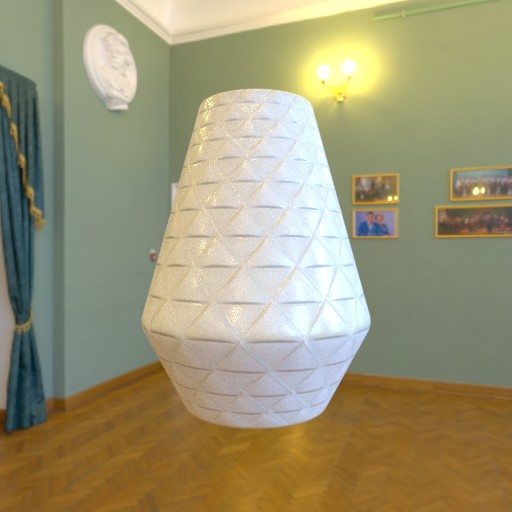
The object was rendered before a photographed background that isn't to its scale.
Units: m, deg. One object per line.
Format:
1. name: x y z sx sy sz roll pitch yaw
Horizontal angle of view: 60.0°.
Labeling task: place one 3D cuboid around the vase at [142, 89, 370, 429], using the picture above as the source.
1. vase: 0.000 0.000 0.348 0.175 0.230 0.175 0 1 0
